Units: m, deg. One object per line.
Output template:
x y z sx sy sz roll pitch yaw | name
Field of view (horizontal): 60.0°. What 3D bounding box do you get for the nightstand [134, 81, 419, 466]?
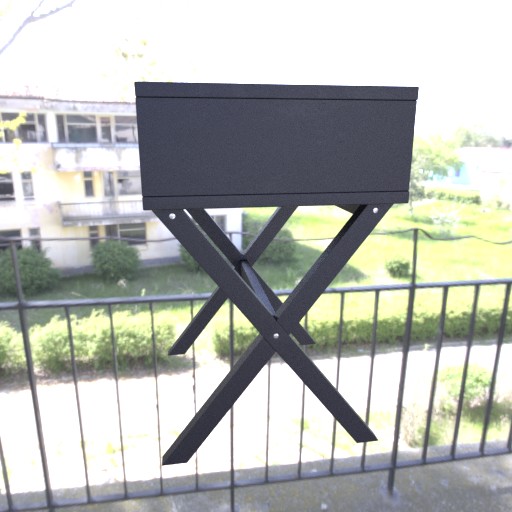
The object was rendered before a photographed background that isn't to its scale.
0.000 0.000 0.921 0.402 0.623 0.479 -3 16 -9 | nightstand
